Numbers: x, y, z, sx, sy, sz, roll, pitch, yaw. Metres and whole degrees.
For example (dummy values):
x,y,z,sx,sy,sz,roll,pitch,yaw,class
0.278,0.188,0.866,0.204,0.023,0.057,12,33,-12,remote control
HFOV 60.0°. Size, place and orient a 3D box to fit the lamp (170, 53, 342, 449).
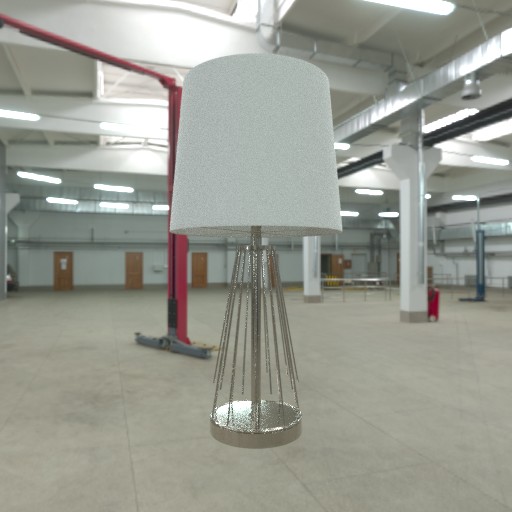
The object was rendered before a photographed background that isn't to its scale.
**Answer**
x,y,z,sx,sy,sz,roll,pitch,yaw,class
0.000,0.000,0.791,0.303,0.618,0.303,0,-1,0,lamp
